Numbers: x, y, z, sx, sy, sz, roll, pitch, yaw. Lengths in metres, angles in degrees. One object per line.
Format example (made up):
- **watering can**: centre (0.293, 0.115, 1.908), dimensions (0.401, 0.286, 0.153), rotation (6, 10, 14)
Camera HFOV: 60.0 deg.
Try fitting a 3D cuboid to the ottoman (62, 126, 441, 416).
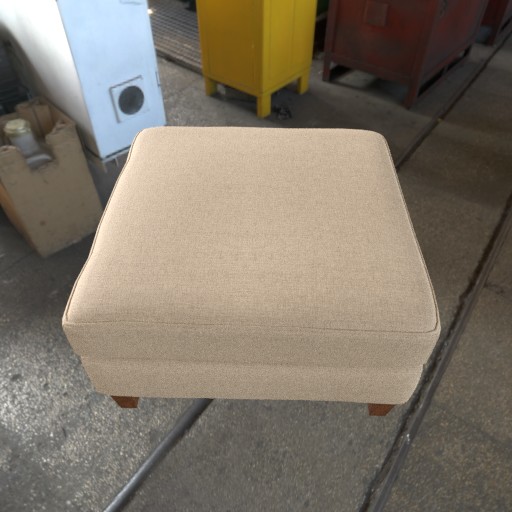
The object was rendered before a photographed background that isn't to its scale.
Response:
- **ottoman**: centre (0.000, 0.000, 1.353), dimensions (0.838, 0.503, 0.838), rotation (1, 47, 1)
